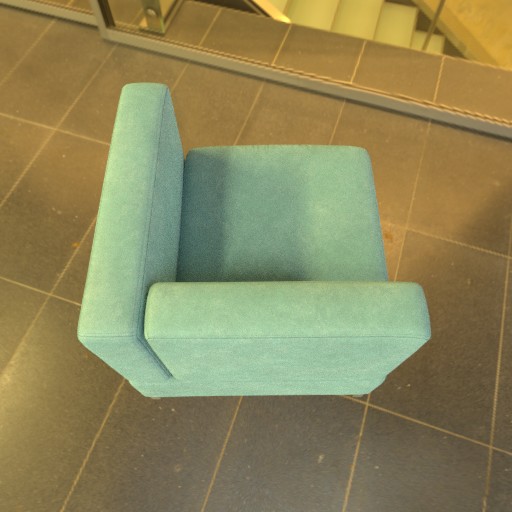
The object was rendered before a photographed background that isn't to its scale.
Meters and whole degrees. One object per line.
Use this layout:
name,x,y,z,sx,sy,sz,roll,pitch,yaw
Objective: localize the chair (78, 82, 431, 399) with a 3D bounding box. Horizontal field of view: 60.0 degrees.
chair,0.000,0.000,1.215,0.680,0.660,0.680,-1,63,0
